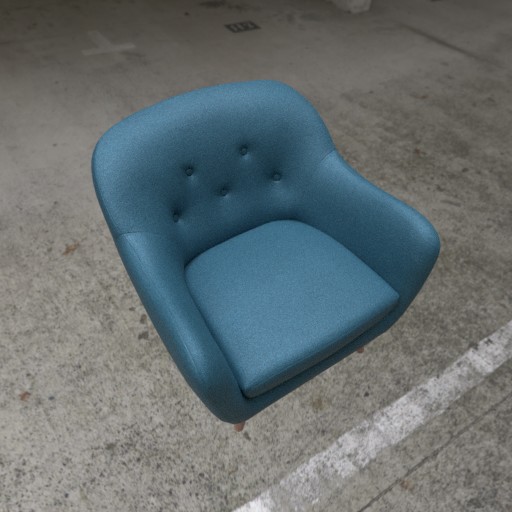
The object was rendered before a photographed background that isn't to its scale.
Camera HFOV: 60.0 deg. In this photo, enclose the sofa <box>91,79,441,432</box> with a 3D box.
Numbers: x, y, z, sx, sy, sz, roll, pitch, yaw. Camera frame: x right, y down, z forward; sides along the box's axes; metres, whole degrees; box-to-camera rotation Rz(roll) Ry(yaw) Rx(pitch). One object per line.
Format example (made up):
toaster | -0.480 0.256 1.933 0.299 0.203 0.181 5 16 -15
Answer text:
sofa | 0.000 0.000 1.484 0.836 0.817 0.825 -26 52 -22
